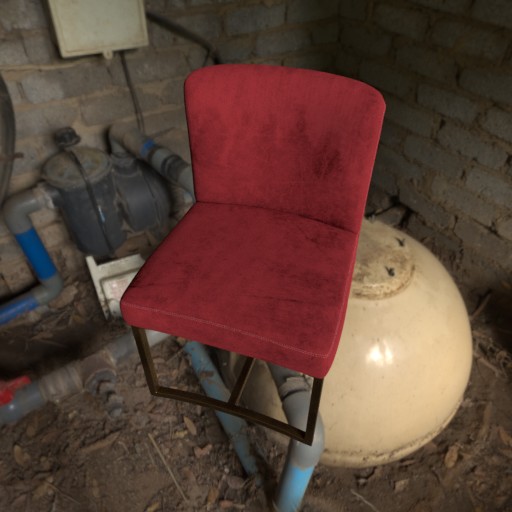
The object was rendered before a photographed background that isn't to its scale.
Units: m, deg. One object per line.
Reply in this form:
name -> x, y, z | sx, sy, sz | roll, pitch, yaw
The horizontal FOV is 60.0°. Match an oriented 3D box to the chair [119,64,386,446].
chair -> 0.000, 0.000, 1.186 | 0.530, 0.824, 0.560 | 13, 43, 14
